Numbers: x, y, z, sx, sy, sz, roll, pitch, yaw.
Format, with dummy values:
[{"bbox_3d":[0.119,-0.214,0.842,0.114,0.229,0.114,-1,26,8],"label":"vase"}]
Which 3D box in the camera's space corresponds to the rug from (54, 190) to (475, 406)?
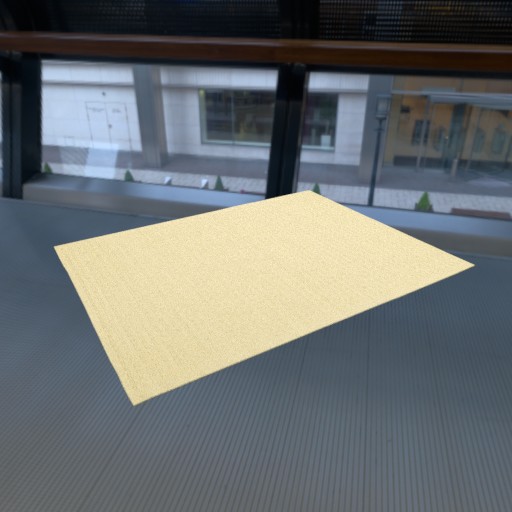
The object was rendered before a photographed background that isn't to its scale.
[{"bbox_3d":[0.000,0.000,4.227,3.204,0.016,2.452,-16,32,-28],"label":"rug"}]
